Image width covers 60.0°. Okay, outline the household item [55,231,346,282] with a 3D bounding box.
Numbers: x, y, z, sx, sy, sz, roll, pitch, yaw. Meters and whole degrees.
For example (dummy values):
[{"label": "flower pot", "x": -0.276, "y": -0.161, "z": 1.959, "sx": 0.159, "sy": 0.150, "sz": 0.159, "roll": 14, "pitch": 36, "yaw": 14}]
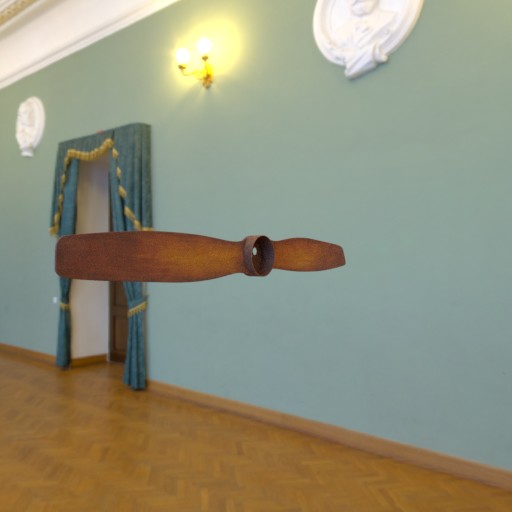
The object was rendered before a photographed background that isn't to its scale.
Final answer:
[{"label": "household item", "x": 0.000, "y": 0.000, "z": 1.232, "sx": 0.051, "sy": 0.121, "sz": 1.181, "roll": 0, "pitch": 0, "yaw": 35}]
